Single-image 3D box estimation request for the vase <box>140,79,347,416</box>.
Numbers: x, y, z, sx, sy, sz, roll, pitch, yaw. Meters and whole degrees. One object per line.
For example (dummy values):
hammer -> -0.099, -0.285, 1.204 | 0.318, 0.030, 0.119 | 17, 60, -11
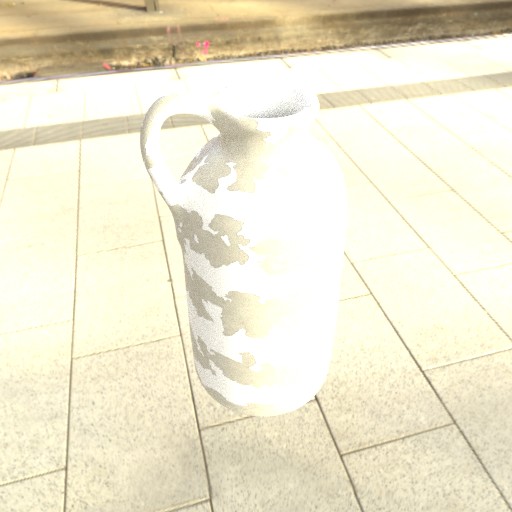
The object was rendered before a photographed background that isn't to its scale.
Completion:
vase -> 0.000, 0.000, 0.490 | 0.203, 0.382, 0.186 | -12, 43, -13
